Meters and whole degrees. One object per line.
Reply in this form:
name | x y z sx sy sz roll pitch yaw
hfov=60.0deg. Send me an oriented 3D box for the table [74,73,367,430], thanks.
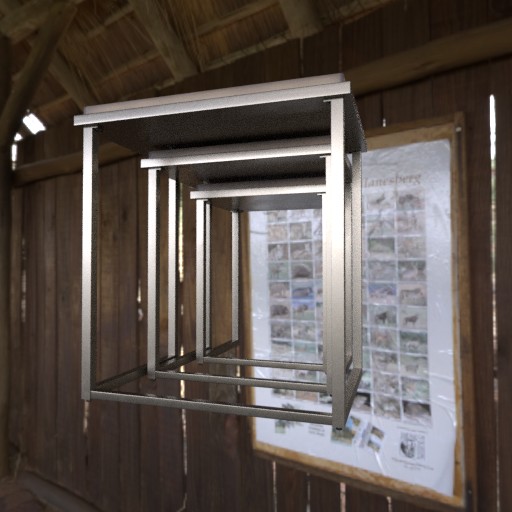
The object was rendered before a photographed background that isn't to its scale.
table | 0.000 0.000 1.156 0.559 0.610 0.706 0 -1 18
